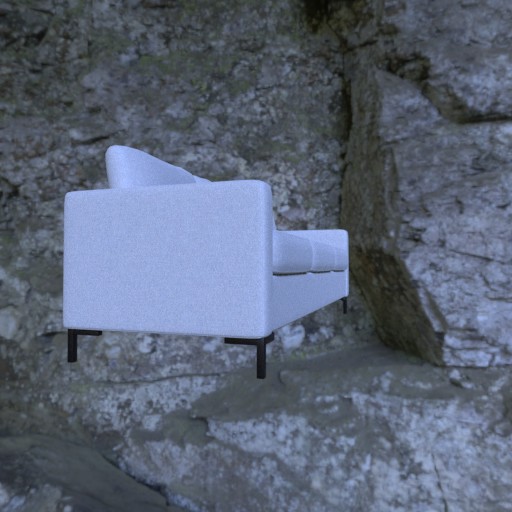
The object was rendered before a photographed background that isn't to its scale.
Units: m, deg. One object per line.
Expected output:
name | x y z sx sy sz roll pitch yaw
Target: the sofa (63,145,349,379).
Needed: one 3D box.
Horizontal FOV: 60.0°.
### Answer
sofa | 0.000 0.000 2.637 0.859 0.874 2.218 0 -1 19
